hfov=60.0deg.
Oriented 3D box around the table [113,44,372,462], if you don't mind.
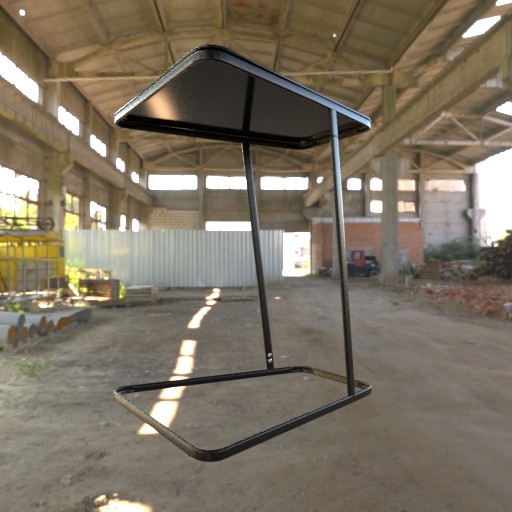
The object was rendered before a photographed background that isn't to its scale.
[{"bbox_3d":[0.000,0.000,0.963,0.500,0.624,0.427,1,-1,-36],"label":"table"}]
